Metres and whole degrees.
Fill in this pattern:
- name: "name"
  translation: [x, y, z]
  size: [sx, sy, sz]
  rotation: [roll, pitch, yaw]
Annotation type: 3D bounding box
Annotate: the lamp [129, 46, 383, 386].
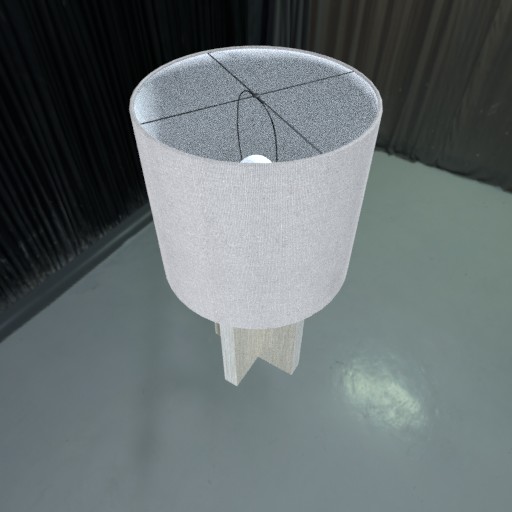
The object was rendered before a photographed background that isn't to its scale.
- name: "lamp"
  translation: [0.000, 0.000, 0.560]
  size: [0.229, 0.428, 0.229]
  rotation: [24, 51, 22]
